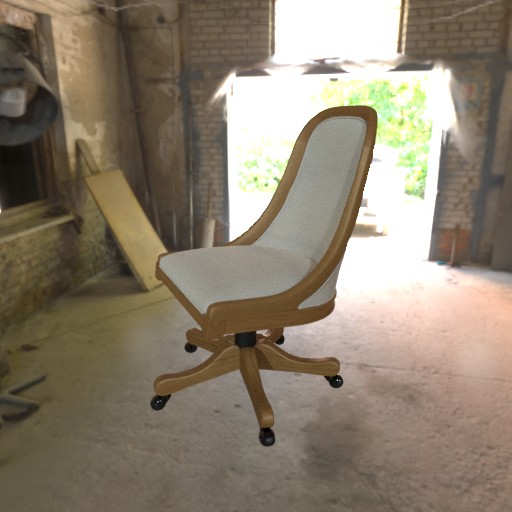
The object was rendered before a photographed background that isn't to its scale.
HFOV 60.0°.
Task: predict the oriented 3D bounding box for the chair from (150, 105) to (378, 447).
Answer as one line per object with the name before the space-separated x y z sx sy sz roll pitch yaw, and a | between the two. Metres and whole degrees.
chair | 0.000 0.000 1.555 0.811 1.009 0.702 -8 19 -25
